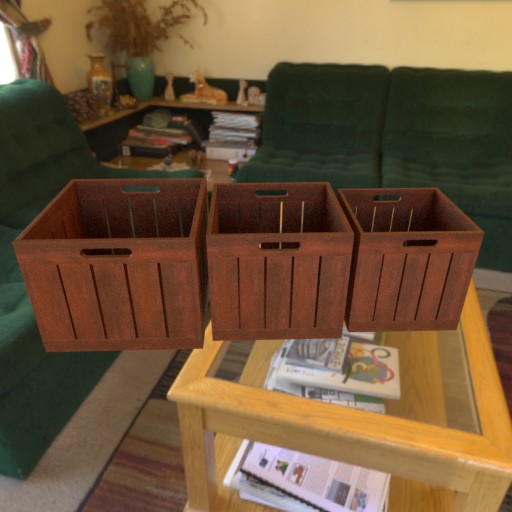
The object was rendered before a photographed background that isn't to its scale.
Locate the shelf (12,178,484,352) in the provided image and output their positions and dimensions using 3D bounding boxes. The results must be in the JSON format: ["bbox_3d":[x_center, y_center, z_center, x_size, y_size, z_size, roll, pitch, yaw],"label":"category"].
[{"bbox_3d":[0.000,0.000,1.218,1.064,0.311,0.393,-1,30,-2],"label":"shelf"}]
